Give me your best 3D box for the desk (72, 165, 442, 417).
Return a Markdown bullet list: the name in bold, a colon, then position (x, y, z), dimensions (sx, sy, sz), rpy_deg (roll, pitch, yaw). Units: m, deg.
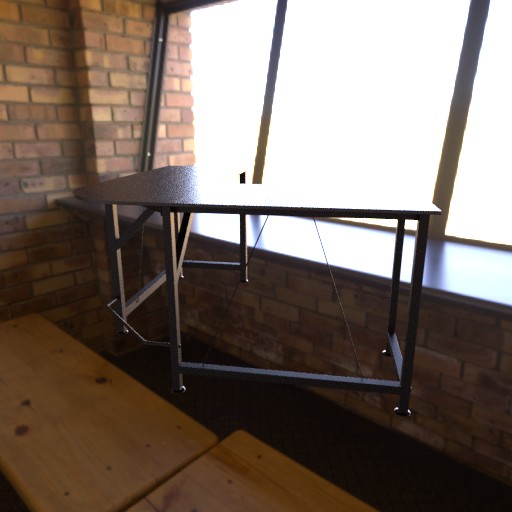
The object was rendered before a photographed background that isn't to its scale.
- **desk**: position (0.000, 0.000, 2.243), dimensions (1.400, 0.762, 1.400), rpy_deg (3, 17, 9)
